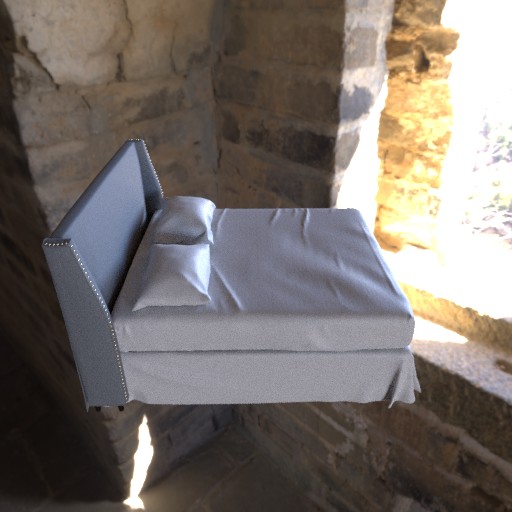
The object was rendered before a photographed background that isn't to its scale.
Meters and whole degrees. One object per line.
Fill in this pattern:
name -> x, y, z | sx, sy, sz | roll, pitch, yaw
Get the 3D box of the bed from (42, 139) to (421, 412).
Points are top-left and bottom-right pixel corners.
bed -> 0.000, 0.000, 3.441 | 2.276, 1.332, 1.925 | 0, 31, -1
